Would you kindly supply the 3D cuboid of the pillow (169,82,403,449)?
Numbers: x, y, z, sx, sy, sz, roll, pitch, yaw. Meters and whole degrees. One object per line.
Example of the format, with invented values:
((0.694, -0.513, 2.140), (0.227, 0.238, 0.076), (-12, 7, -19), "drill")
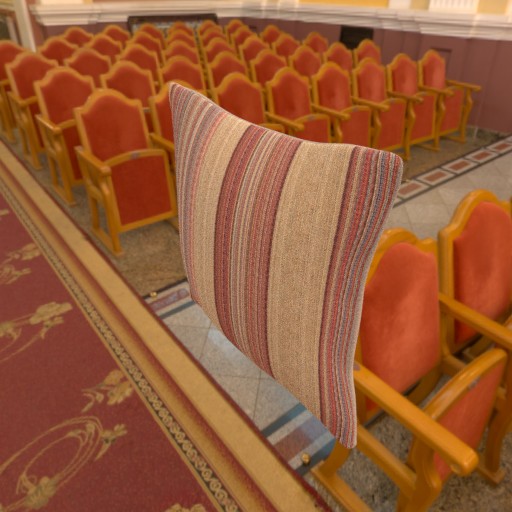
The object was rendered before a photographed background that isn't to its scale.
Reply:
((0.000, 0.000, 0.643), (0.136, 0.419, 0.437), (-22, 38, -31), "pillow")
